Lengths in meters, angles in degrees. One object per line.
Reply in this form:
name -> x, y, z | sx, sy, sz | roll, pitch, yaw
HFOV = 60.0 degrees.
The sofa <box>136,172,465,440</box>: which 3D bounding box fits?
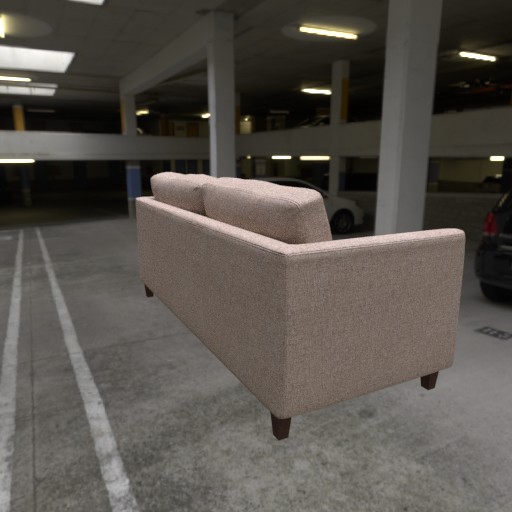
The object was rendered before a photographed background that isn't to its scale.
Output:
sofa -> 0.000, 0.000, 2.678 | 0.951, 0.965, 2.208 | -7, 14, -27
